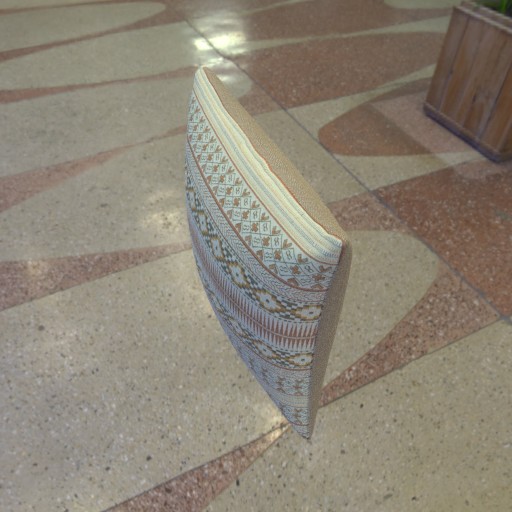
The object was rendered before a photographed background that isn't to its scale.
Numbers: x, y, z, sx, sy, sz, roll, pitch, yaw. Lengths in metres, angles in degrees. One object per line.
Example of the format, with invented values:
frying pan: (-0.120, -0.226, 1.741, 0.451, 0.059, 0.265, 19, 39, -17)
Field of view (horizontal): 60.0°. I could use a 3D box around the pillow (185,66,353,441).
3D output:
pillow: (0.000, 0.000, 0.823, 0.215, 0.519, 0.521, -17, 48, -15)
